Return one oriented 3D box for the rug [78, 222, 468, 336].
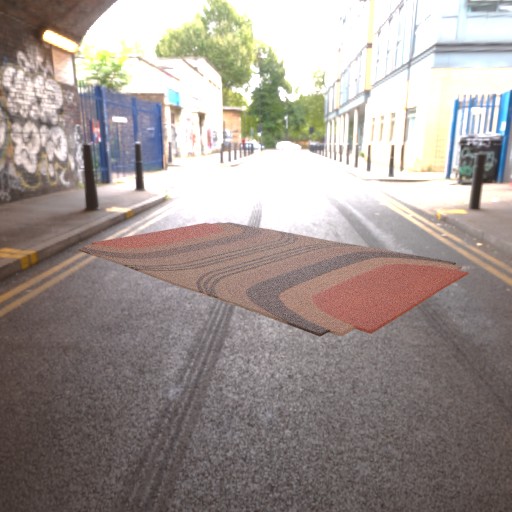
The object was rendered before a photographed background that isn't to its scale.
[{"bbox_3d":[0.000,0.000,3.085,2.446,0.017,1.530,13,20,42],"label":"rug"}]
